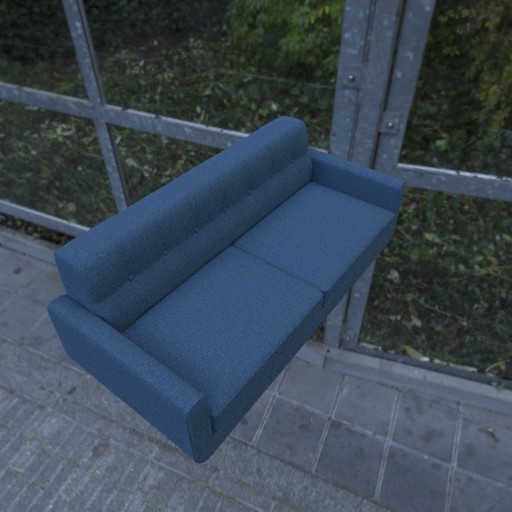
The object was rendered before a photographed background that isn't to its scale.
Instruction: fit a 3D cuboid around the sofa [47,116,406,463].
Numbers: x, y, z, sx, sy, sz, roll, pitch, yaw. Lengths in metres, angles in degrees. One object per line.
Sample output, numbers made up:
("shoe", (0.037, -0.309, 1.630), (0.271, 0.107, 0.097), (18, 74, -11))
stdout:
("sofa", (0.000, 0.000, 2.572), (0.942, 0.884, 2.055), (27, 48, 27))
